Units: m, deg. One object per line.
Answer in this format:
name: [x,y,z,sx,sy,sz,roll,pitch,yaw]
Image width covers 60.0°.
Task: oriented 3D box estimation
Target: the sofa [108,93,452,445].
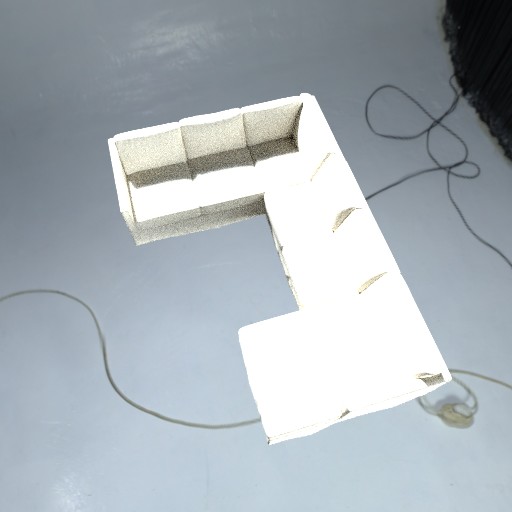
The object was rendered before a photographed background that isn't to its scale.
sofa: [0.000,0.000,4.506,2.427,0.882,3.460,-15,64,-7]
